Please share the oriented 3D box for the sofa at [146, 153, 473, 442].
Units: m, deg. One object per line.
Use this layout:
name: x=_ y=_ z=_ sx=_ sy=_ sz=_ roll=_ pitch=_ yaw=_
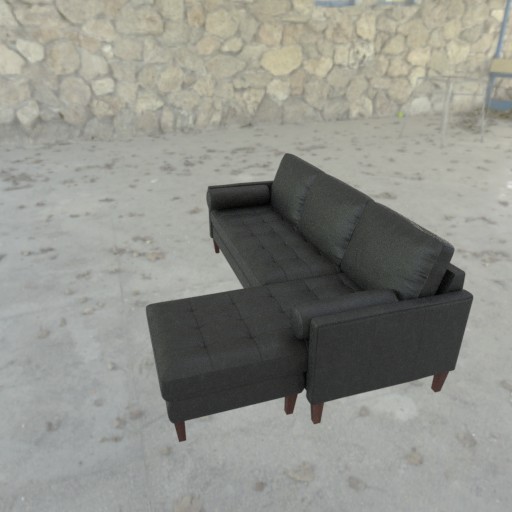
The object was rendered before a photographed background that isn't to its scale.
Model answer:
sofa: x=0.000 y=0.000 z=2.903 sx=1.497 sy=0.876 sz=2.178 roll=-8 pitch=27 yaw=-16
